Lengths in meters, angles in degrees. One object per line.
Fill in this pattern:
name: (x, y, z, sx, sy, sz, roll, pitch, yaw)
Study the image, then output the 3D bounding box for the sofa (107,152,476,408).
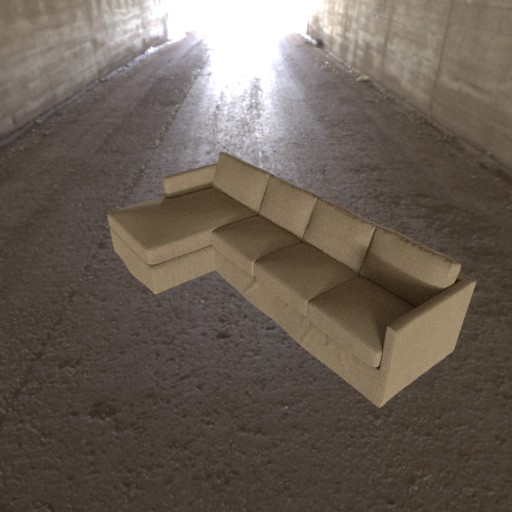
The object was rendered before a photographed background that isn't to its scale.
sofa: (0.000, 0.000, 4.021, 1.638, 0.920, 3.198, -22, 38, -31)
